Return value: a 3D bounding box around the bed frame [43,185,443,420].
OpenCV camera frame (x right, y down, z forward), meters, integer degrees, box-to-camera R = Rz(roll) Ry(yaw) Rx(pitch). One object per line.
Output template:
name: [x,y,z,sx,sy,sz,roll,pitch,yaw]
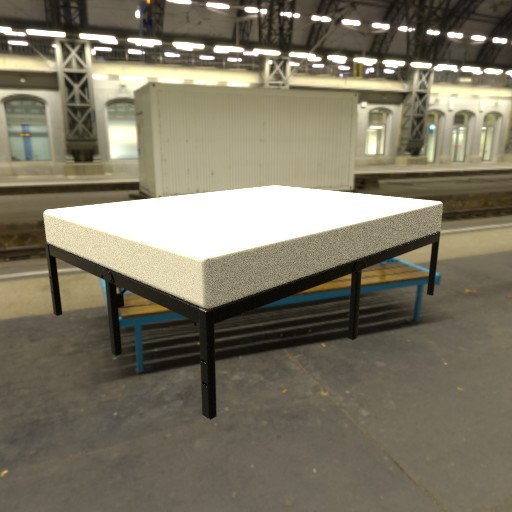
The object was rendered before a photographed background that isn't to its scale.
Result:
bed frame: [0.000,0.000,2.880,1.557,0.659,2.072,14,20,43]
